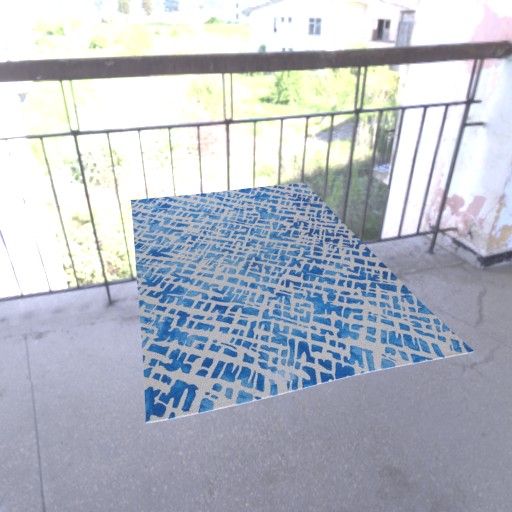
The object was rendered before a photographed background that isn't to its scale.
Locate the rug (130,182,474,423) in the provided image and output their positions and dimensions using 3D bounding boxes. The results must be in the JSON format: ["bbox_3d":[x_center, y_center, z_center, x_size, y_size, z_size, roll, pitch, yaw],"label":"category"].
[{"bbox_3d":[0.000,0.000,2.280,1.209,0.011,1.830,-8,31,-13],"label":"rug"}]
